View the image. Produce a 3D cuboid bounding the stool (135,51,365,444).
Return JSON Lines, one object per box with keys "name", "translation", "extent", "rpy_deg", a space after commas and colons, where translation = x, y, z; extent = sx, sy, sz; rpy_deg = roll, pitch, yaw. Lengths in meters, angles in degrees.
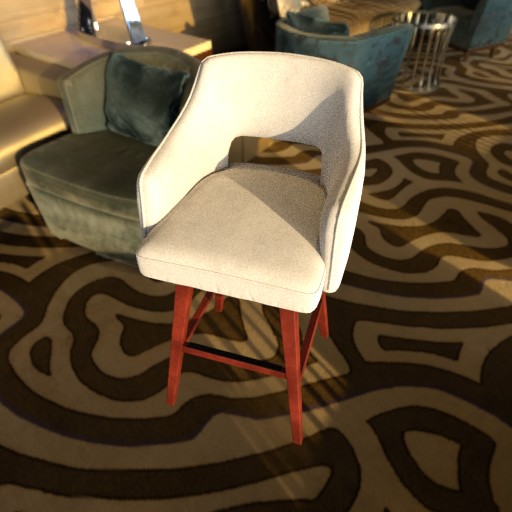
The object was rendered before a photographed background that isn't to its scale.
{"name": "stool", "translation": [0.000, 0.000, 1.331], "extent": [0.548, 1.012, 0.558], "rpy_deg": [12, 42, 13]}
